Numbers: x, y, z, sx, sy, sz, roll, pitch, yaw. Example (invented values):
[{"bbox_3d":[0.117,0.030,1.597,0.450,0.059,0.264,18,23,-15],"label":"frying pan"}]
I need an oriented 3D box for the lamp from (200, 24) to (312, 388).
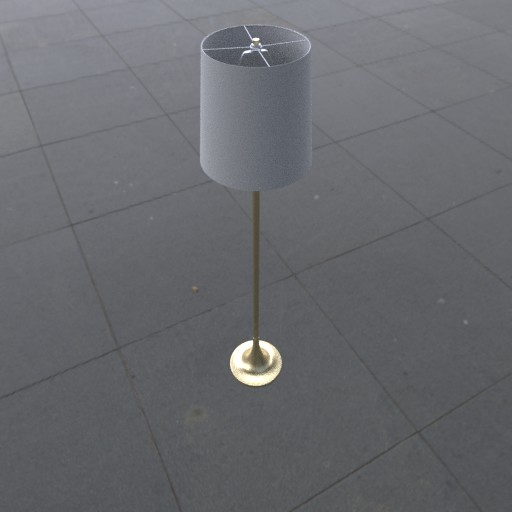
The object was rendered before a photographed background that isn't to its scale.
[{"bbox_3d":[0.000,0.000,1.651,0.337,1.543,0.337,0,46,0],"label":"lamp"}]
